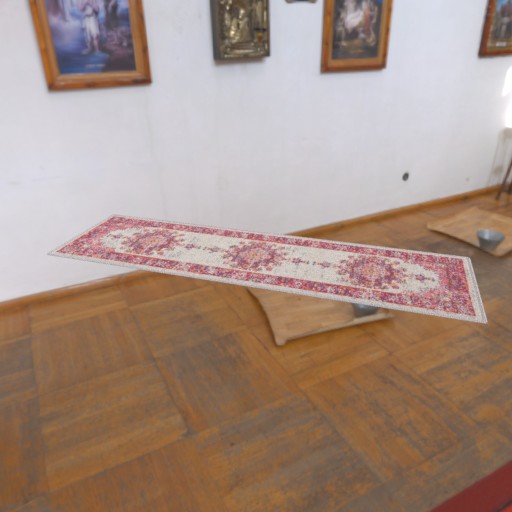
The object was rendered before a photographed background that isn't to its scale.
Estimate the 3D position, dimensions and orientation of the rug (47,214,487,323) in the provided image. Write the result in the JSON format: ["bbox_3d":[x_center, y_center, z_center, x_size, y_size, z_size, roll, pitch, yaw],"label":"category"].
[{"bbox_3d":[0.000,0.000,2.494,2.294,0.011,0.666,8,27,15],"label":"rug"}]
